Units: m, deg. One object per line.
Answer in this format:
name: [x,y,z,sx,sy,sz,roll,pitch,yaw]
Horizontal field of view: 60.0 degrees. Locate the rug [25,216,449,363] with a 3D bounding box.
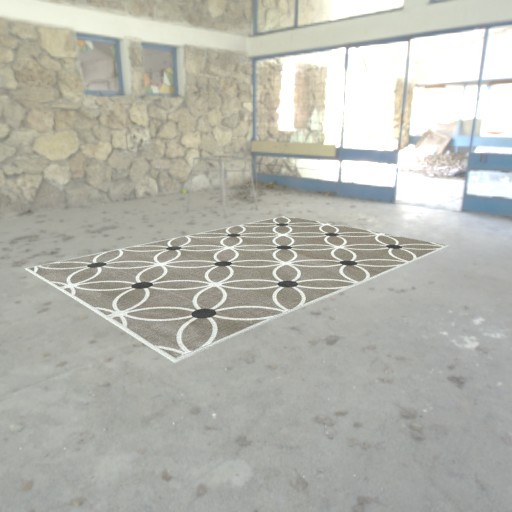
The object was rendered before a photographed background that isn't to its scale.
rug: [0.000,0.000,2.828,2.284,0.008,1.522,-15,22,-43]
